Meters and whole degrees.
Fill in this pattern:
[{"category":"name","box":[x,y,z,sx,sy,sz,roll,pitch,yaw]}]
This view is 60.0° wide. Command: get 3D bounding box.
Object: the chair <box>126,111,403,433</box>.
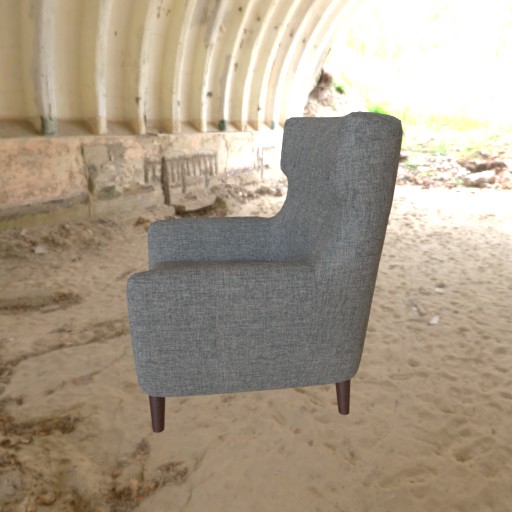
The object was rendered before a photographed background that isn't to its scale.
[{"category":"chair","box":[0.000,0.000,1.748,0.904,1.063,0.878,-2,16,-8]}]
